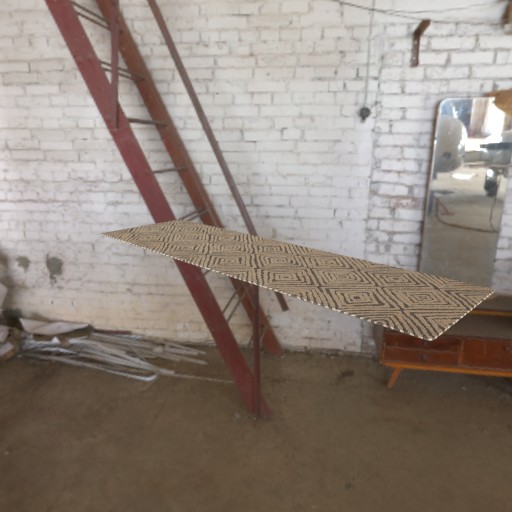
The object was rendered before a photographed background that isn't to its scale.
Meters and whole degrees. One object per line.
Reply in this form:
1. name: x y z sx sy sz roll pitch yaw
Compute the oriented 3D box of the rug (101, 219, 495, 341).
1. rug: 0.000 0.000 2.474 2.277 0.008 0.676 15 22 42
